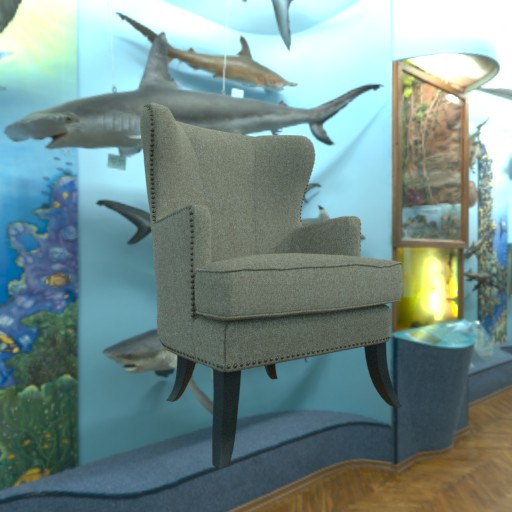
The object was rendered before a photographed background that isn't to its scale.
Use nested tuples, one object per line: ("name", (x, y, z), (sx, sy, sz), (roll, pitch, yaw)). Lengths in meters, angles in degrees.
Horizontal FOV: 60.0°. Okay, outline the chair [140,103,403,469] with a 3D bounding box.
("chair", (0.000, 0.000, 1.608), (0.759, 1.060, 0.758), (0, 0, -37))
